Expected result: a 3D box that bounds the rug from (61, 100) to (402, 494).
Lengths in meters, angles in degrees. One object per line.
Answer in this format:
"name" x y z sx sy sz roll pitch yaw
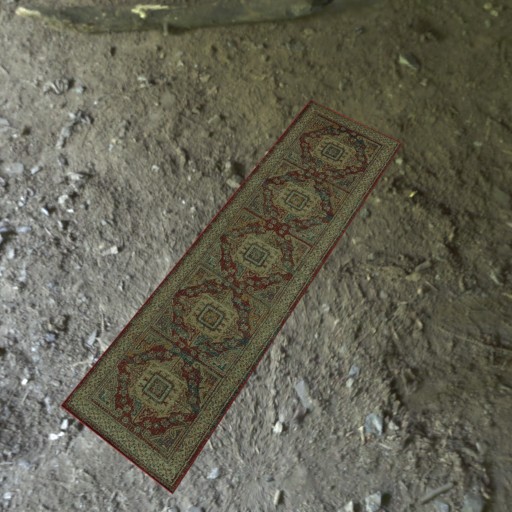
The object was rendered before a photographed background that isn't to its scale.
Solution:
"rug" 0.000 0.000 2.398 0.659 0.015 2.292 31 68 14
